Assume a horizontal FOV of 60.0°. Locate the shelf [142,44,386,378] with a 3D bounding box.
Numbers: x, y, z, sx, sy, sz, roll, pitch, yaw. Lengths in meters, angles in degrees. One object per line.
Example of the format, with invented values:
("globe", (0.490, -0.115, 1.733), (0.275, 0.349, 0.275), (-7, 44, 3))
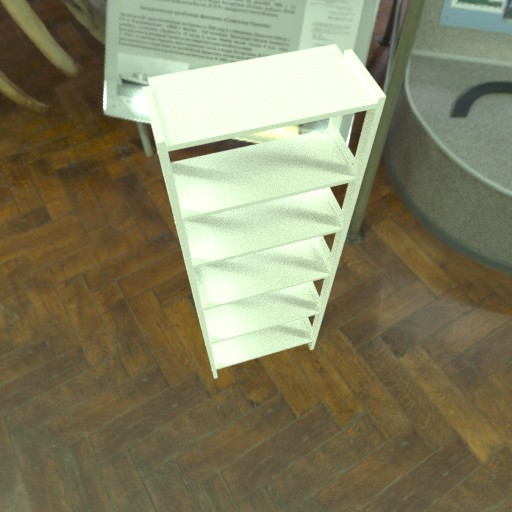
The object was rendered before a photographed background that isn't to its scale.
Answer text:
("shelf", (0.000, 0.000, 2.086), (0.660, 1.892, 0.381), (-14, 58, -9))
